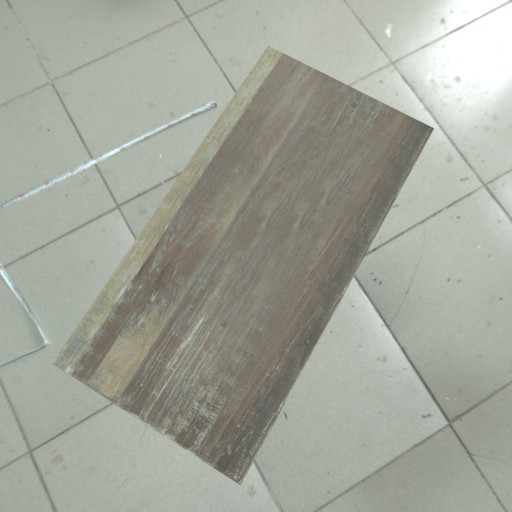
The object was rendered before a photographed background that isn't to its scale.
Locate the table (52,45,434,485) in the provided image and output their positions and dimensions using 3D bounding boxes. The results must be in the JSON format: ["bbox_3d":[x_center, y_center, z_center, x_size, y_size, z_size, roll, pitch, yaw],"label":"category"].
[{"bbox_3d":[0.000,0.000,1.390,0.554,0.399,1.088,30,78,7],"label":"table"}]
